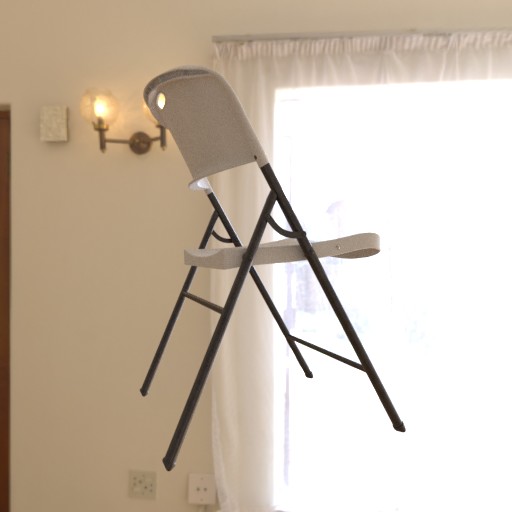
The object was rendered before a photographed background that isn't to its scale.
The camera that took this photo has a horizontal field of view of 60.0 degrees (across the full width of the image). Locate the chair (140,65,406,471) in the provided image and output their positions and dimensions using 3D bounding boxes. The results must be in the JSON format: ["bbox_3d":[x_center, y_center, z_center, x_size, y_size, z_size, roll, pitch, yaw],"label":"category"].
[{"bbox_3d":[0.000,0.000,1.152,0.566,0.810,0.494,0,0,-20],"label":"chair"}]
